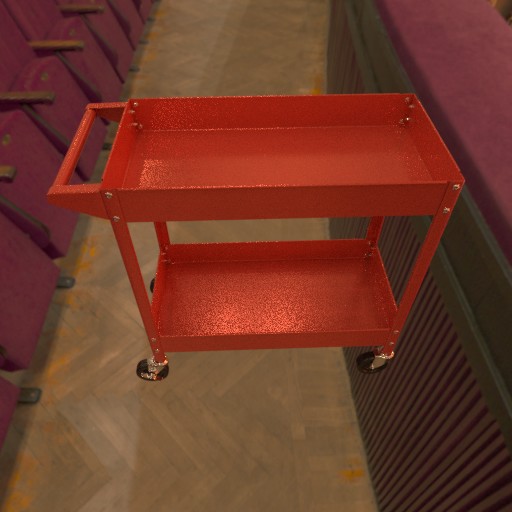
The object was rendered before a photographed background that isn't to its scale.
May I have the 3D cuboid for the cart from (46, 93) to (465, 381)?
[{"bbox_3d":[0.000,0.000,1.174,0.779,0.719,0.366,-2,47,-1],"label":"cart"}]
